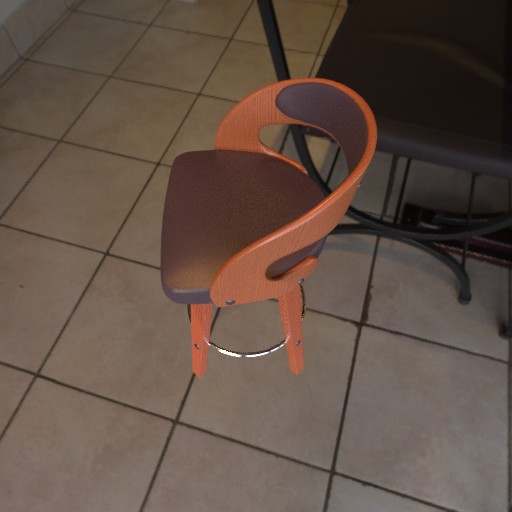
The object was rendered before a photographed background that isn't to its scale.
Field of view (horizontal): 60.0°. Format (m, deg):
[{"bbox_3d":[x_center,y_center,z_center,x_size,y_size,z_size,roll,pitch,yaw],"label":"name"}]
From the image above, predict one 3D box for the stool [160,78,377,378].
[{"bbox_3d":[0.000,0.000,1.235,0.457,0.940,0.457,-1,57,-1],"label":"stool"}]
